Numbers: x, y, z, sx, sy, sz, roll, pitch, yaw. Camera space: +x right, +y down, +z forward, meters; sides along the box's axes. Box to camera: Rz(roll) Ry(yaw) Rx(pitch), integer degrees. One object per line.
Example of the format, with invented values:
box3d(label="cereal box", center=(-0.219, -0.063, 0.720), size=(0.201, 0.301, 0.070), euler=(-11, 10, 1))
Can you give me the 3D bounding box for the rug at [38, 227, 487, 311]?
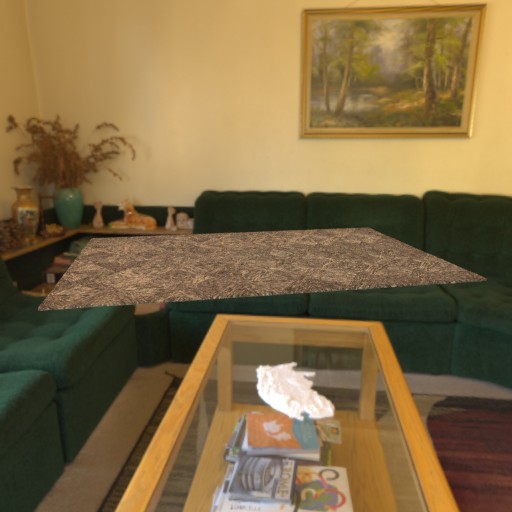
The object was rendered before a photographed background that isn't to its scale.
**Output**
box3d(label="rug", center=(0.000, 0.000, 2.295), size=(1.808, 0.011, 1.189), euler=(-3, 15, -11))
